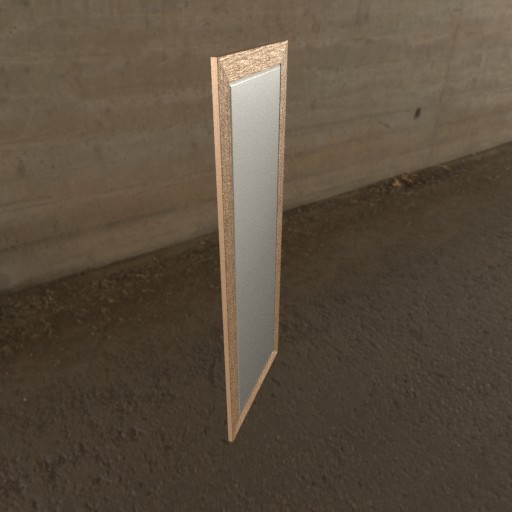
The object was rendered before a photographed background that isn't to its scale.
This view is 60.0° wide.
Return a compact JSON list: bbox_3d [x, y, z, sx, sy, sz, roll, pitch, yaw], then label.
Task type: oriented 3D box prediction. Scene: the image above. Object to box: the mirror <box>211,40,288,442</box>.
[{"bbox_3d":[0.000,0.000,2.375,0.026,2.031,0.812,11,32,18],"label":"mirror"}]
